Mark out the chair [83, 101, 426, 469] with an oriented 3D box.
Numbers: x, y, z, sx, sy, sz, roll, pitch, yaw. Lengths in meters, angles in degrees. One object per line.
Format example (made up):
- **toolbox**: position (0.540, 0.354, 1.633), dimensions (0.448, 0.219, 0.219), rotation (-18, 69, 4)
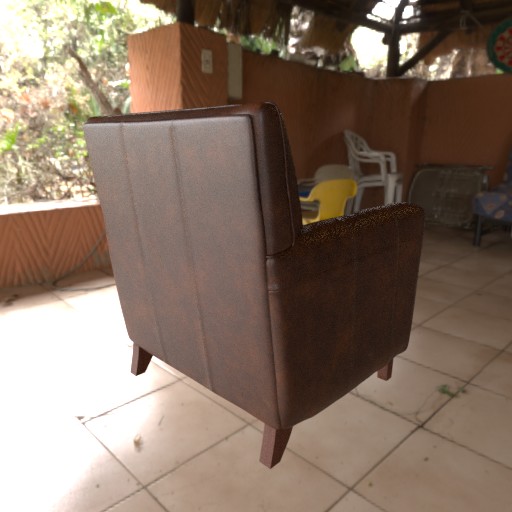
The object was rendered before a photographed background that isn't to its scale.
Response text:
- **chair**: position (0.000, 0.000, 1.557), dimensions (0.870, 0.943, 0.823), rotation (14, 20, 43)
